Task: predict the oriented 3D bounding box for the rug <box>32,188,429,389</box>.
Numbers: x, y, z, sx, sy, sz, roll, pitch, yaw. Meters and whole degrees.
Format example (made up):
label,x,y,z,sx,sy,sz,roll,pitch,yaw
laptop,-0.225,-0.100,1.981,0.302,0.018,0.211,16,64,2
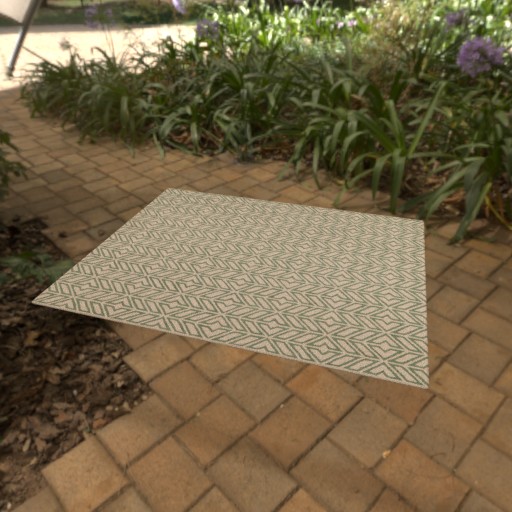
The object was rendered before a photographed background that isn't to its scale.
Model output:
label,x,y,z,sx,sy,sz,roll,pitch,yaw
rug,0.000,0.000,4.186,3.050,0.017,2.441,9,33,15
